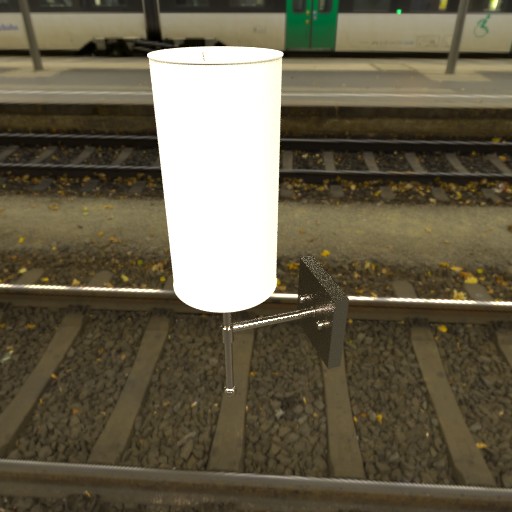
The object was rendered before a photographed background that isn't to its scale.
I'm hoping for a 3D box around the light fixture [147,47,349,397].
[{"bbox_3d":[0.000,0.000,0.549,0.208,0.462,0.128,-9,32,-15],"label":"light fixture"}]
